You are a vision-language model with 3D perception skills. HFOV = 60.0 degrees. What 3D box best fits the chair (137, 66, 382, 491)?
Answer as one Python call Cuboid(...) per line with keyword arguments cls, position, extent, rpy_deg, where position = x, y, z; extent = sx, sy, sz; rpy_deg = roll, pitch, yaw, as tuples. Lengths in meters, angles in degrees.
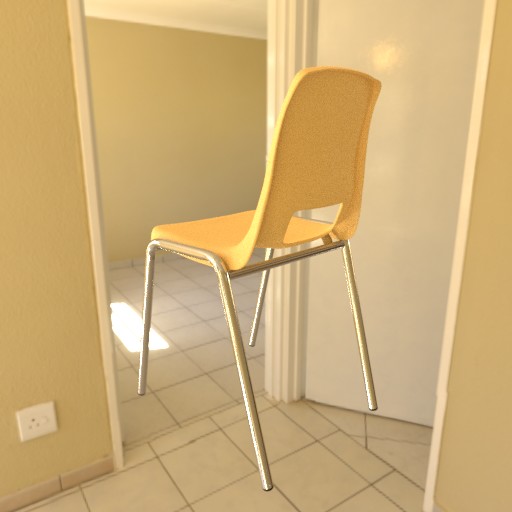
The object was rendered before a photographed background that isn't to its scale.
Cuboid(cls="chair", position=(0.000, 0.000, 0.941), extent=(0.381, 0.704, 0.436), rpy_deg=(-14, 21, -41))
